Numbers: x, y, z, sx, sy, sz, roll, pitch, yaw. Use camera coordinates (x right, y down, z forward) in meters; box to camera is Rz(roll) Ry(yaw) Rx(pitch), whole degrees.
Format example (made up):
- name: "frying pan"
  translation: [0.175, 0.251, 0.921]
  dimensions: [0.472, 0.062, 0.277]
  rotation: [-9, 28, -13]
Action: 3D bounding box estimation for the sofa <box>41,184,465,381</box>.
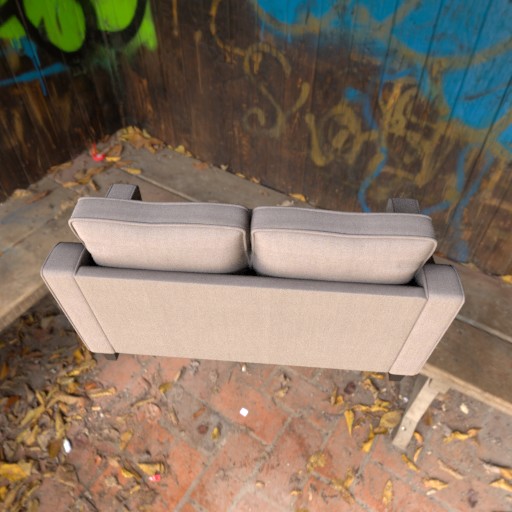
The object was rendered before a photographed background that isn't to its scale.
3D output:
- name: "sofa"
  translation: [0.000, 0.000, 2.002]
  dimensions: [1.500, 0.948, 0.791]
  rotation: [3, 46, 3]
